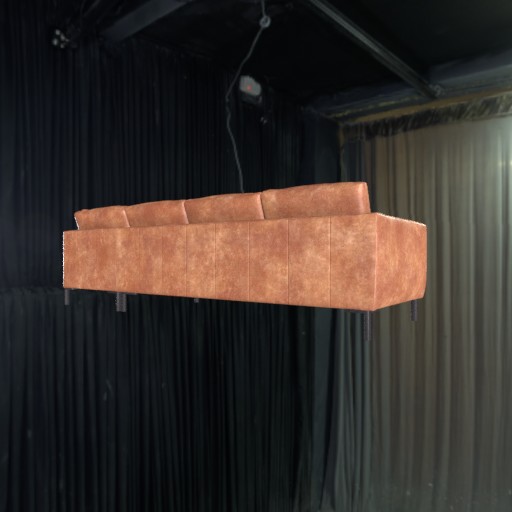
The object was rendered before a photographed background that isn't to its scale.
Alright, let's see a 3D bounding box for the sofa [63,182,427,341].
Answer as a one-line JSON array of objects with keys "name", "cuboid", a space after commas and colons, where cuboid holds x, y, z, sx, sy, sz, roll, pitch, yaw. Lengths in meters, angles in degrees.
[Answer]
[{"name": "sofa", "cuboid": [0.000, 0.000, 3.888, 2.984, 0.877, 1.938, 0, 0, 37]}]
